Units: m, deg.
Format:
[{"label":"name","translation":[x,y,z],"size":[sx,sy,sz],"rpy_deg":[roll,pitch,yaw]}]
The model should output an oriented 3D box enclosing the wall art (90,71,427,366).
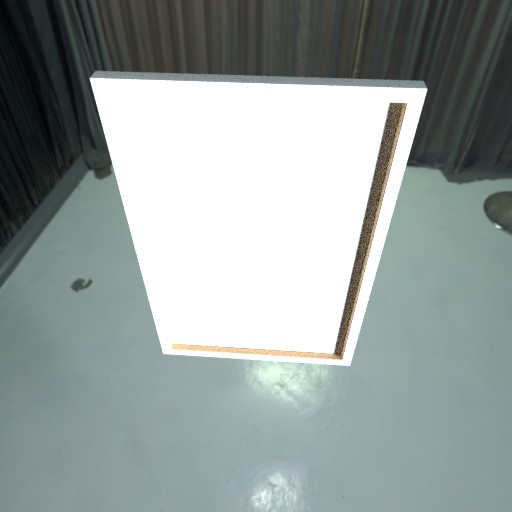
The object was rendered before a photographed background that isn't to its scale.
[{"label":"wall art","translation":[0.000,0.000,1.131],"size":[0.607,0.912,0.038],"rpy_deg":[3,45,3]}]
